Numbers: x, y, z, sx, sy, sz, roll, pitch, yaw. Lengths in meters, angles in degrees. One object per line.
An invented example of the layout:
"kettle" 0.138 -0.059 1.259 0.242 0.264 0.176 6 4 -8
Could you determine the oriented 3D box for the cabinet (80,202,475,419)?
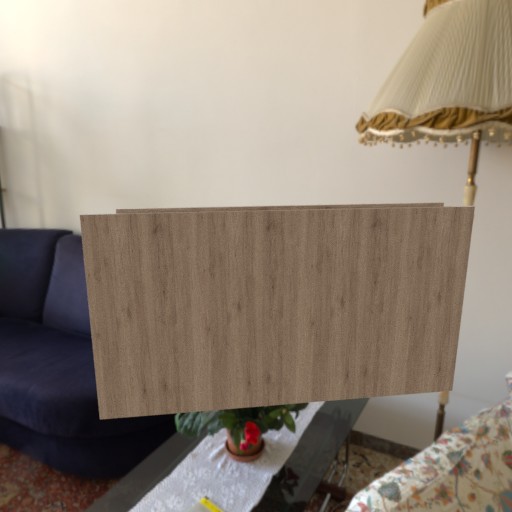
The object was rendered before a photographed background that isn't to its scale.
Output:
"cabinet" 0.000 0.000 3.044 1.750 0.970 2.080 -2 14 -8
